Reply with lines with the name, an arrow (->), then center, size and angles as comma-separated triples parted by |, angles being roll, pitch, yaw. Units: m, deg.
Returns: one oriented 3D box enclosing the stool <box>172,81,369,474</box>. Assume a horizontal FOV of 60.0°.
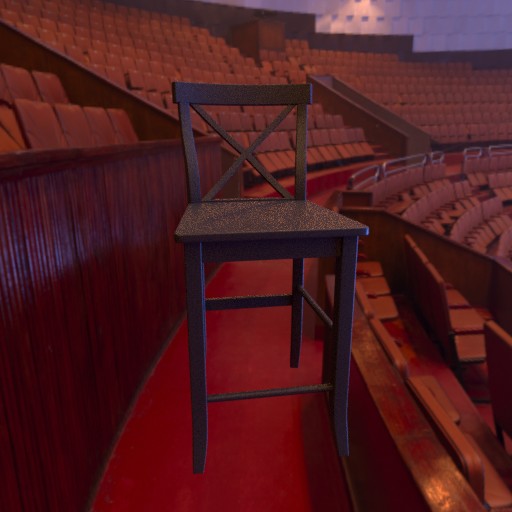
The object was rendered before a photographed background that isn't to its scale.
stool -> 0.000, 0.000, 1.296 | 0.452, 0.989, 0.559 | -3, 17, -9
